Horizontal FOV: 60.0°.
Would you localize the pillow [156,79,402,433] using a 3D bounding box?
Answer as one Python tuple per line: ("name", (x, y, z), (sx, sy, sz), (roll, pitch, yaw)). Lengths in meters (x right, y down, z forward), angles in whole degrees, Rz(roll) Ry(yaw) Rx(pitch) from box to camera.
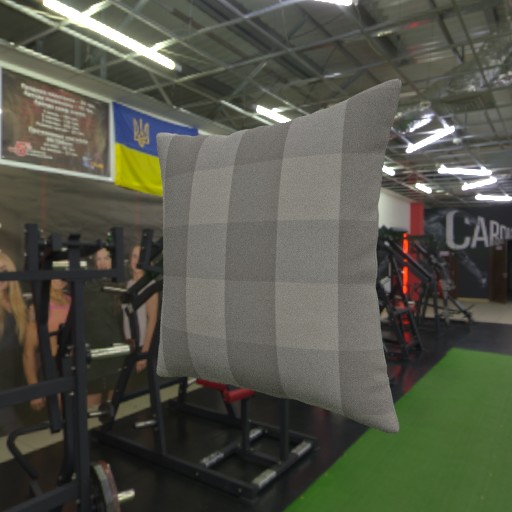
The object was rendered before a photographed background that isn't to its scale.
("pillow", (0.000, 0.000, 0.782), (0.511, 0.509, 0.161), (1, 1, 36))
